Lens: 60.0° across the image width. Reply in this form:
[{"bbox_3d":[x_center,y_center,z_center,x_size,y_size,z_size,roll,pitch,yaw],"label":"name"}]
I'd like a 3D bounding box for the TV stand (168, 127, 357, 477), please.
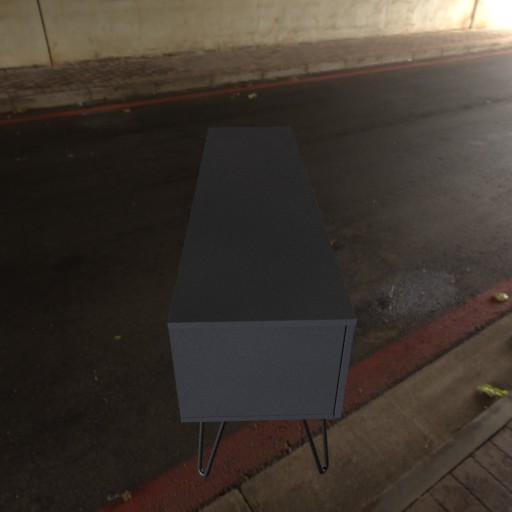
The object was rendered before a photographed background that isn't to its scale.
[{"bbox_3d":[0.000,0.000,1.642,0.400,0.560,1.400,-1,32,-1],"label":"TV stand"}]
